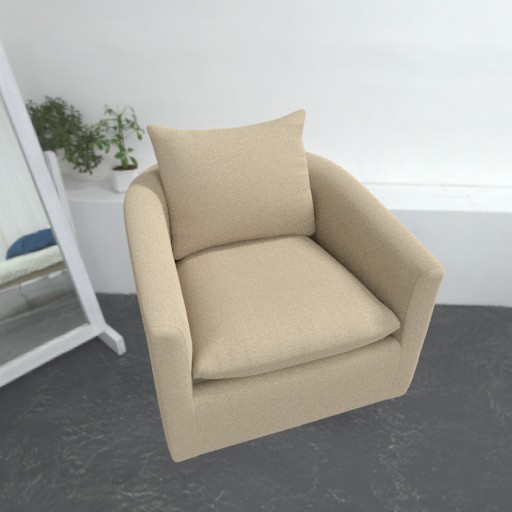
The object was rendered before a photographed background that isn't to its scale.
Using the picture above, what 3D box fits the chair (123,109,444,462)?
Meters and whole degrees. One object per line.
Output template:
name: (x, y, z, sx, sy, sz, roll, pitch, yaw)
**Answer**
chair: (0.000, 0.000, 1.568, 0.845, 0.848, 0.910, -10, 34, -16)
